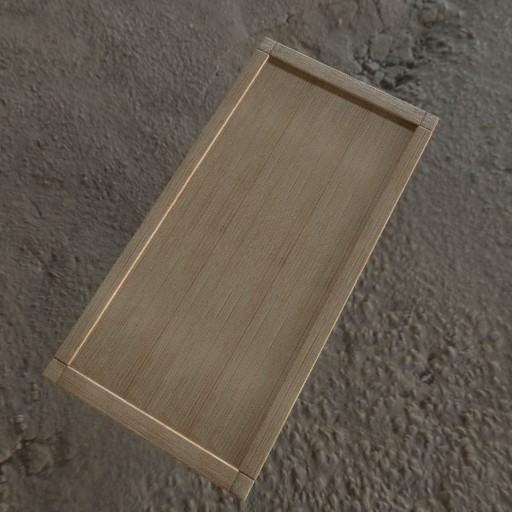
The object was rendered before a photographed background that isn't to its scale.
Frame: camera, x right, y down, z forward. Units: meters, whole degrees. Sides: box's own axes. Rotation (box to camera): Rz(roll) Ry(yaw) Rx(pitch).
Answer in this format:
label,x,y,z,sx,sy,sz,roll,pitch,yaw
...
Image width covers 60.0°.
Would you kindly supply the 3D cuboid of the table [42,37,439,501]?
label,x,y,z,sx,sy,sz,roll,pitch,yaw
table,0.000,0.000,1.576,0.660,0.457,1.321,28,77,7
